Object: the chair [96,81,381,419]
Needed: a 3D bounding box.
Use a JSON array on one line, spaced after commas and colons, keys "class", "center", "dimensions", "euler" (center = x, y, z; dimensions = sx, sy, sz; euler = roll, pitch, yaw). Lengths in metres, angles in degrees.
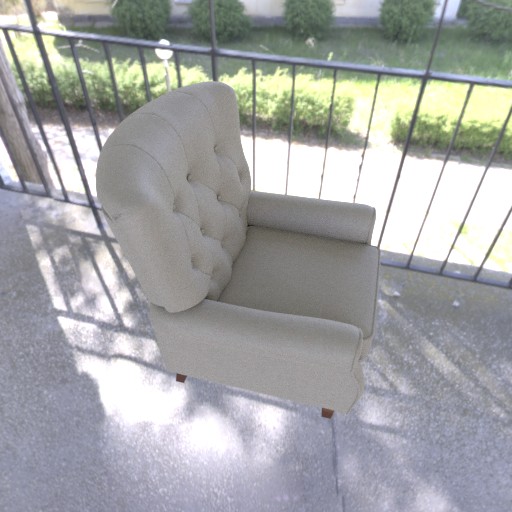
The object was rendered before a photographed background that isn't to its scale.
[{"class": "chair", "center": [0.000, 0.000, 1.879], "dimensions": [1.059, 1.158, 0.943], "euler": [11, 45, 11]}]
